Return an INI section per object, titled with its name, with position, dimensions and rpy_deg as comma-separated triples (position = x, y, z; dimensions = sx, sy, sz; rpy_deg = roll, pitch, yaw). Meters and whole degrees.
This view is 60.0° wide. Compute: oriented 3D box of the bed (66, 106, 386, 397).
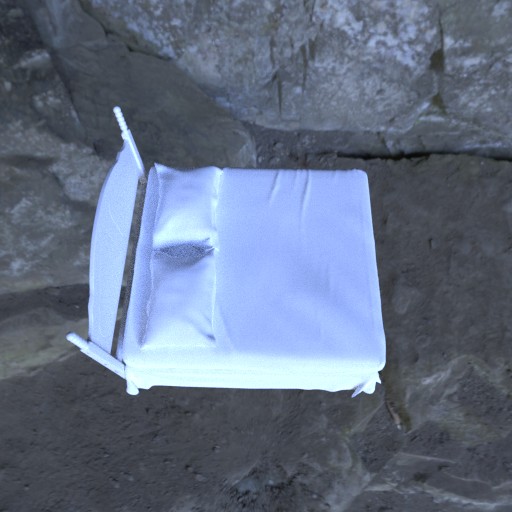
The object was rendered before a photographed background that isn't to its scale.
[bed]
position = 0.000, 0.000, 3.325
dimensions = 2.040, 1.356, 1.873
rpy_deg = 1, 65, 1
